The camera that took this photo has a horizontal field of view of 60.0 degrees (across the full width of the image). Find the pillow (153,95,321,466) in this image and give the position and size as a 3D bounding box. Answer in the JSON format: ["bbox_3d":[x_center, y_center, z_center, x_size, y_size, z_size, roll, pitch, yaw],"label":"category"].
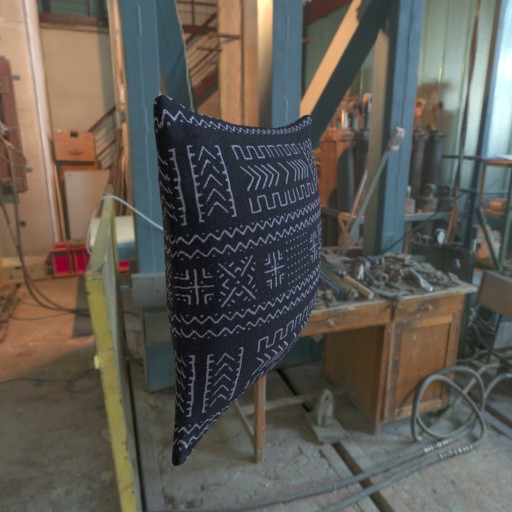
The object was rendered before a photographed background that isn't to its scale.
[{"bbox_3d":[0.000,0.000,0.670,0.164,0.430,0.438,8,17,25],"label":"pillow"}]
